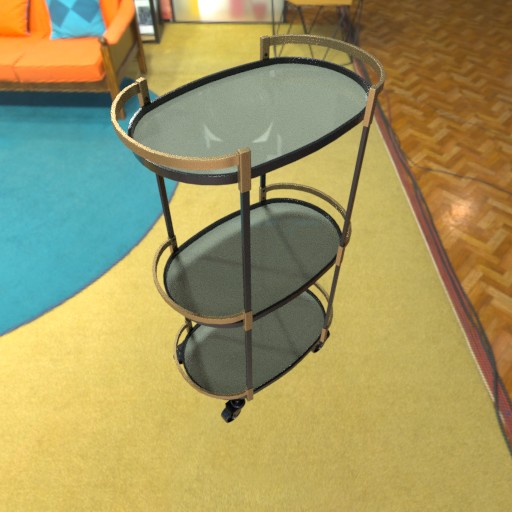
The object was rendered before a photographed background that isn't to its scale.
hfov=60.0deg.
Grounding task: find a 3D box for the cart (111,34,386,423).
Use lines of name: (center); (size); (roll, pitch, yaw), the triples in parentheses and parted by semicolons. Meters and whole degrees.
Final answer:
cart: (0.000, 0.000, 1.096); (0.515, 0.885, 0.311); (-32, 55, -26)
